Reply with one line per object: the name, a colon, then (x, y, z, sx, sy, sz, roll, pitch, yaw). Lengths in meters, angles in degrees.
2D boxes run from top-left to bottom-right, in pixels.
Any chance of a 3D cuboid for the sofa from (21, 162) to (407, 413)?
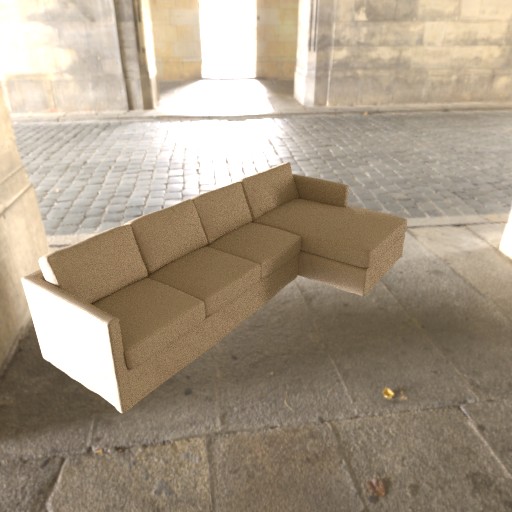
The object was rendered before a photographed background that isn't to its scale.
sofa: (0.000, 0.000, 3.820, 1.622, 0.871, 3.206, 18, 32, 31)
